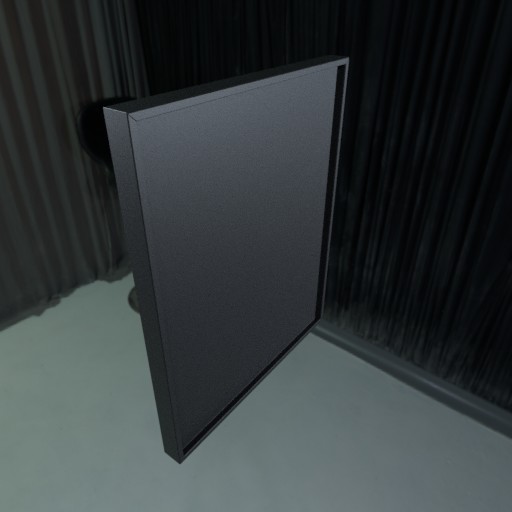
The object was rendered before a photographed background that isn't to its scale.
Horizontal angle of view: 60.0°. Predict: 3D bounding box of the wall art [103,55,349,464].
[{"bbox_3d":[0.000,0.000,0.726,0.039,0.555,0.449,22,38,31],"label":"wall art"}]
